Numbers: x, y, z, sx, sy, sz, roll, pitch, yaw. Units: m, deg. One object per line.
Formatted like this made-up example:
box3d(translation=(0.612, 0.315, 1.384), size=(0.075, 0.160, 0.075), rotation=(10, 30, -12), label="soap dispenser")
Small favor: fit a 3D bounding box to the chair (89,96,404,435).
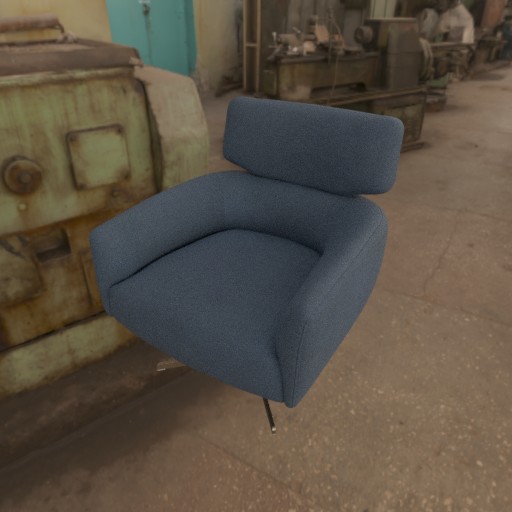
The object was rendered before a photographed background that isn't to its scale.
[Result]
box3d(translation=(0.000, 0.000, 1.399), size=(0.738, 0.813, 0.761), rotation=(19, 35, 28), label="chair")
